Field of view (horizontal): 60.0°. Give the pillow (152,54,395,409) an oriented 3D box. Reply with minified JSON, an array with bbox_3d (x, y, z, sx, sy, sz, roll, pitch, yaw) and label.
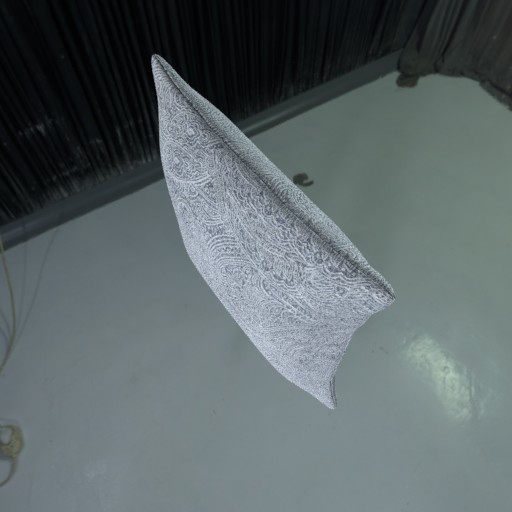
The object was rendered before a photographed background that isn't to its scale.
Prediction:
[{"bbox_3d":[0.000,0.000,0.789,0.166,0.510,0.523,-32,64,-18],"label":"pillow"}]
